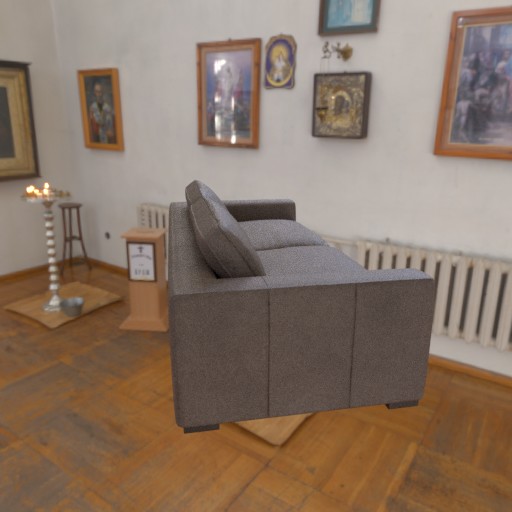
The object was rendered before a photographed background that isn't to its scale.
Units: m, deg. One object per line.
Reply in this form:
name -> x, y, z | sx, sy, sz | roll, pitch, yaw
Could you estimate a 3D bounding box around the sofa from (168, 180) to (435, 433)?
sofa -> 0.000, 0.000, 2.758 | 1.070, 0.801, 2.262 | -3, 16, -10
